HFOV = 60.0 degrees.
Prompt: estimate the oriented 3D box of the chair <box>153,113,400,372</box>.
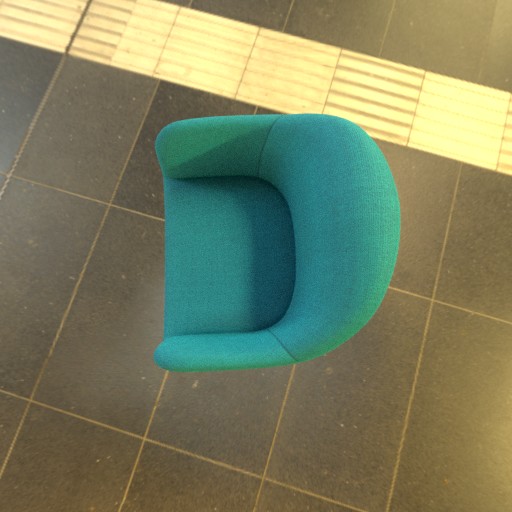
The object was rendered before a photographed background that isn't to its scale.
[{"bbox_3d":[0.000,0.000,1.207,0.550,0.795,0.590,-3,77,-1],"label":"chair"}]
